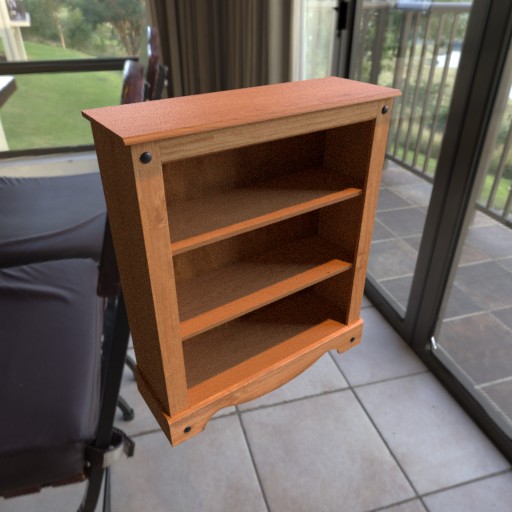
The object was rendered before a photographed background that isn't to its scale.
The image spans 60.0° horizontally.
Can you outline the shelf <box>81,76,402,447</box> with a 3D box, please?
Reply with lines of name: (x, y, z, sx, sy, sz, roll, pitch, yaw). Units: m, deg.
shelf: (0.000, 0.000, 1.441, 0.840, 0.980, 0.291, -20, 37, -29)
